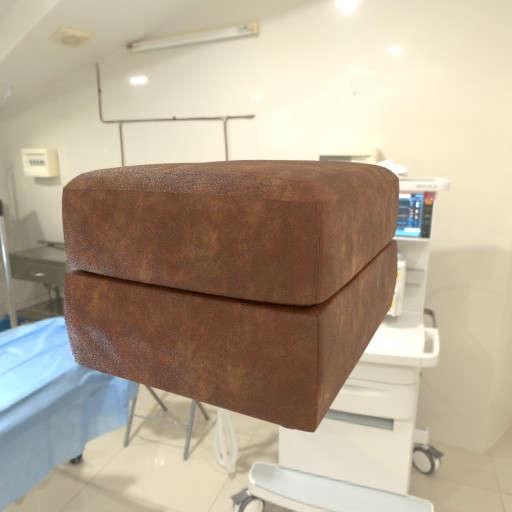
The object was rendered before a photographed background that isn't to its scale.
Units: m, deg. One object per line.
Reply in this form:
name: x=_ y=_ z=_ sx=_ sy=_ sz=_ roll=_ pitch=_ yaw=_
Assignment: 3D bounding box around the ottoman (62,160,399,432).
ottoman: x=0.000 y=0.000 z=1.143 sx=0.603 sy=0.476 sz=0.751 roll=7 pitch=15 yaw=26
